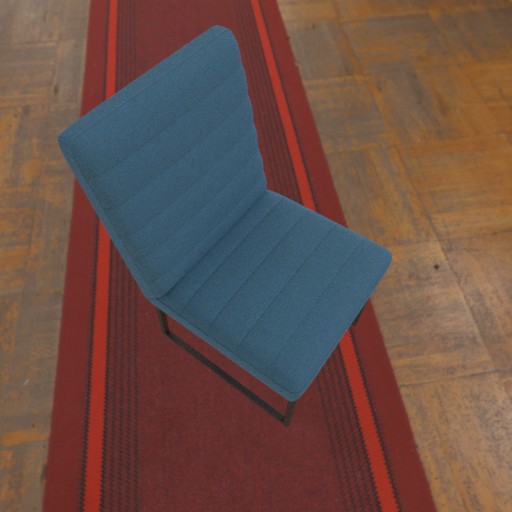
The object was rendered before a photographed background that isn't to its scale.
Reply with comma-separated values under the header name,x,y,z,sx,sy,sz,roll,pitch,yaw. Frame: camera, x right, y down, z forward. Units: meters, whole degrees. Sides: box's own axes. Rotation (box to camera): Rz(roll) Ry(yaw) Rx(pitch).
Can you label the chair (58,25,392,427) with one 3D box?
name,x,y,z,sx,sy,sz,roll,pitch,yaw
chair,0.000,0.000,1.253,0.634,0.930,0.520,32,62,19
